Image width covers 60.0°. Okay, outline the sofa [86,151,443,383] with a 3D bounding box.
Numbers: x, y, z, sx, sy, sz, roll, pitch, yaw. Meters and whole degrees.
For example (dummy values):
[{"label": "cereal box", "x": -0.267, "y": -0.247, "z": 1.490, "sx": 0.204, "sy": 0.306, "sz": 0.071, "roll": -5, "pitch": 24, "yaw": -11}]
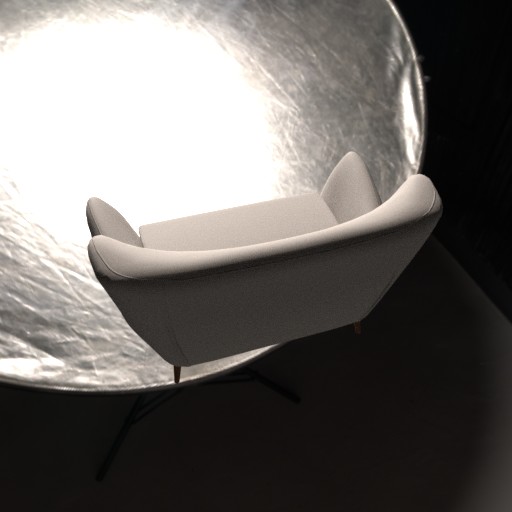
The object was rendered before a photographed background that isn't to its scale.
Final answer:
[{"label": "sofa", "x": 0.000, "y": 0.000, "z": 2.058, "sx": 1.424, "sy": 0.878, "sz": 0.921, "roll": -12, "pitch": 45, "yaw": -13}]
